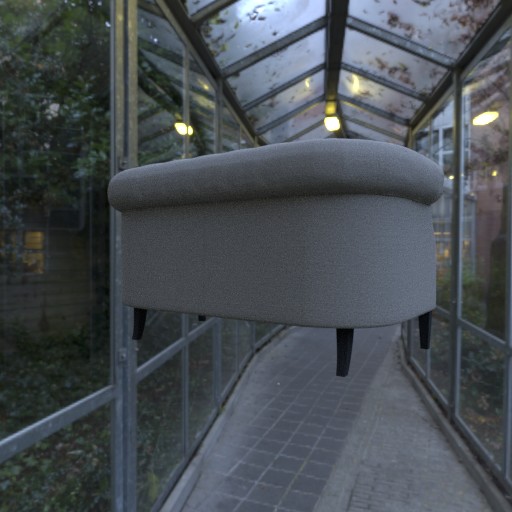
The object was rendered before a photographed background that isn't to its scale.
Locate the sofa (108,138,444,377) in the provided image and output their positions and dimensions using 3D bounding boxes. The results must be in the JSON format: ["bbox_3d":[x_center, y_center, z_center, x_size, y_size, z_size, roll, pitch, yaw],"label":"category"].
[{"bbox_3d":[0.000,0.000,2.073,1.558,0.827,0.835,1,1,35],"label":"sofa"}]
